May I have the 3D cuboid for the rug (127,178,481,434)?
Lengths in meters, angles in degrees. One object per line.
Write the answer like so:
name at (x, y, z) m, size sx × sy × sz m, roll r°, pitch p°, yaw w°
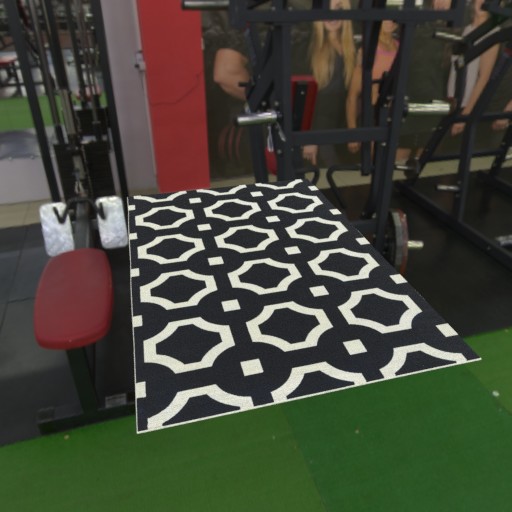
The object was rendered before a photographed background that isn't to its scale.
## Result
rug at (0.000, 0.000, 2.817) m, size 1.555 × 0.016 × 2.286 m, roll -8°, pitch 32°, yaw -13°
